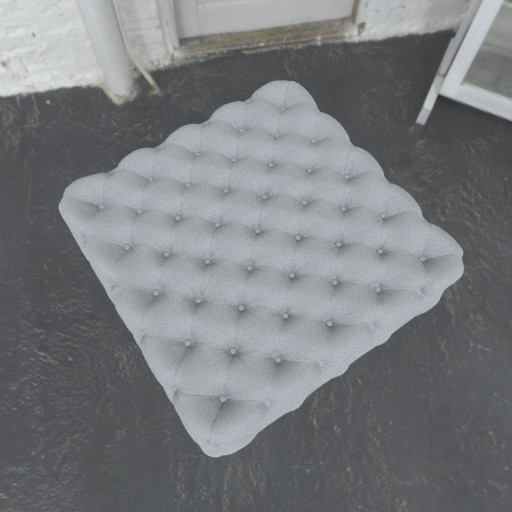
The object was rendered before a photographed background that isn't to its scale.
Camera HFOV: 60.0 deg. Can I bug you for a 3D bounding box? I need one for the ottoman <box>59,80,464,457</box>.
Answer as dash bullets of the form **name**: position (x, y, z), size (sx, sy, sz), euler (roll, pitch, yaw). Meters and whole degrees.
- **ottoman**: position (0.000, 0.000, 1.207), size (0.764, 0.365, 0.758), euler (-32, 69, -14)
